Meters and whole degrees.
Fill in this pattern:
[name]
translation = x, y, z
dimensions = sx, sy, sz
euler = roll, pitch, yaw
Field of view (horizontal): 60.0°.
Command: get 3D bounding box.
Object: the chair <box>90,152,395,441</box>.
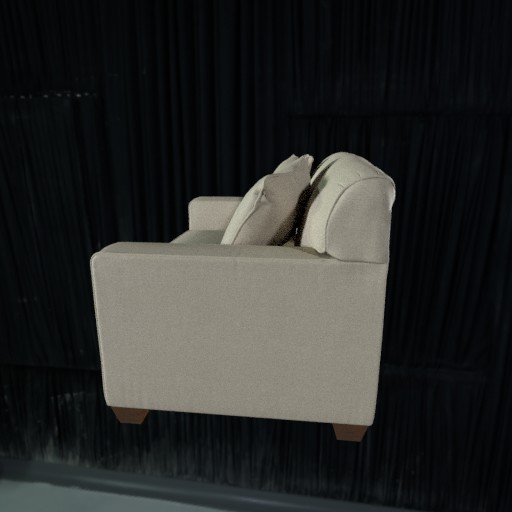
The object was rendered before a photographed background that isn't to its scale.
[chair]
translation = 0.000, 0.000, 2.078
dimensions = 1.000, 0.948, 1.383
euler = 2, 15, 7
